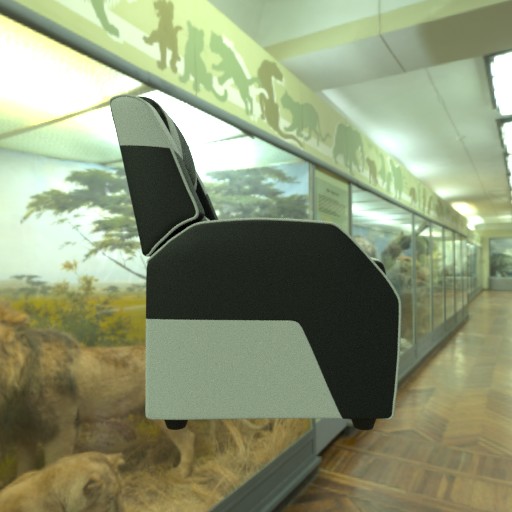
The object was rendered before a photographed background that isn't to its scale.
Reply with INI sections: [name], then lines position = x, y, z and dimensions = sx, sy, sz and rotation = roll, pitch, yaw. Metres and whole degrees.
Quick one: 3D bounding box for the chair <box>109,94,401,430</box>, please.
[chair]
position = 0.000, 0.000, 1.300
dimensions = 0.672, 0.805, 0.620
rotation = 0, -1, 0
